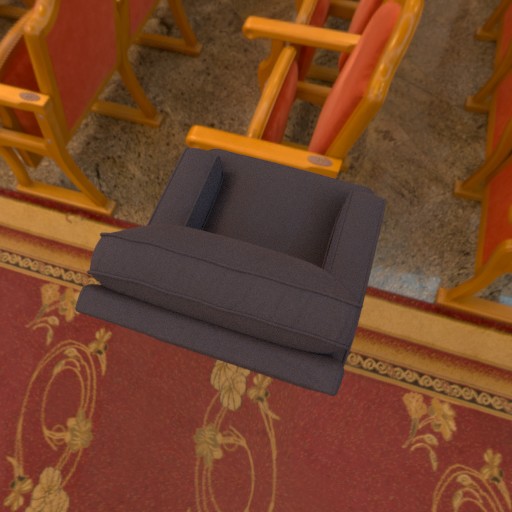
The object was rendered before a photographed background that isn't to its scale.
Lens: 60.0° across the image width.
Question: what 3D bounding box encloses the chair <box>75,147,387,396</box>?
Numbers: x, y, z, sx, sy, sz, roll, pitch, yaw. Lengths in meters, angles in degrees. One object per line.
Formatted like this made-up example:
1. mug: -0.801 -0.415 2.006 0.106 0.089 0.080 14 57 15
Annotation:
1. chair: 0.000 0.000 1.680 0.861 0.962 0.964 16 64 8
